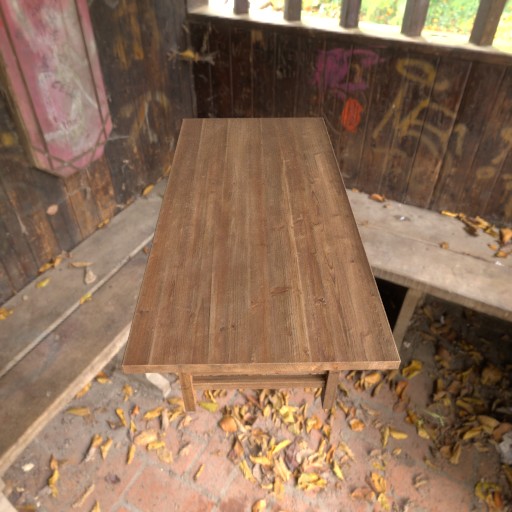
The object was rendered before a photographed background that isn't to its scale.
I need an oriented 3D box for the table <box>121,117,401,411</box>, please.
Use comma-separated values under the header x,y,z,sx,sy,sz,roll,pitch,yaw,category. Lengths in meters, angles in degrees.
x,y,z,sx,sy,sz,roll,pitch,yaw,category
0.000,0.000,2.512,0.952,0.760,2.003,-1,41,-1,table
